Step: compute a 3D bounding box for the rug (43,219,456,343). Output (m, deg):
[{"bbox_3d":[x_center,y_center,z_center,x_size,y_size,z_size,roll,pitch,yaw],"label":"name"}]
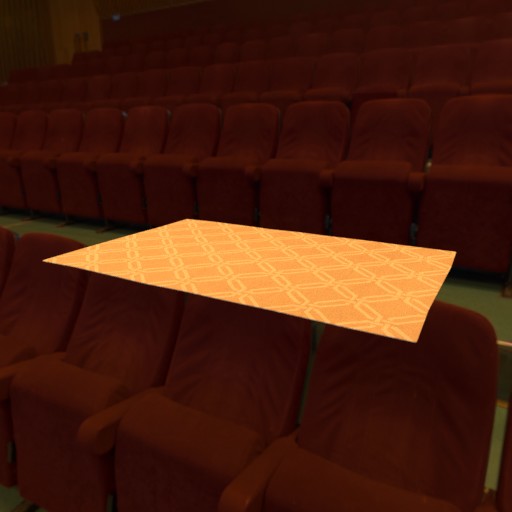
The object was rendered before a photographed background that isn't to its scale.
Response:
[{"bbox_3d":[0.000,0.000,2.213,1.745,0.010,1.146,9,19,28],"label":"rug"}]
